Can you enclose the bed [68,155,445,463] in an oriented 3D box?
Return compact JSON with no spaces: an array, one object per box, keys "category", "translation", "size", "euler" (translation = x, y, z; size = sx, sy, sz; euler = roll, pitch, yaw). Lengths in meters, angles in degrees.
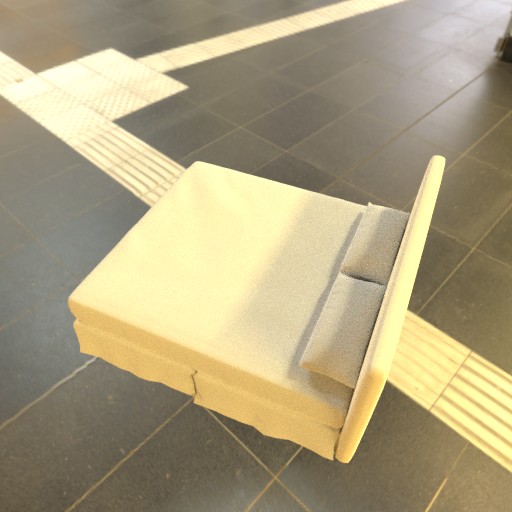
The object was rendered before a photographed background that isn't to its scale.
[{"category":"bed","translation":[0.000,0.000,3.563],"size":[2.341,1.317,2.119],"euler":[18,49,16]}]
